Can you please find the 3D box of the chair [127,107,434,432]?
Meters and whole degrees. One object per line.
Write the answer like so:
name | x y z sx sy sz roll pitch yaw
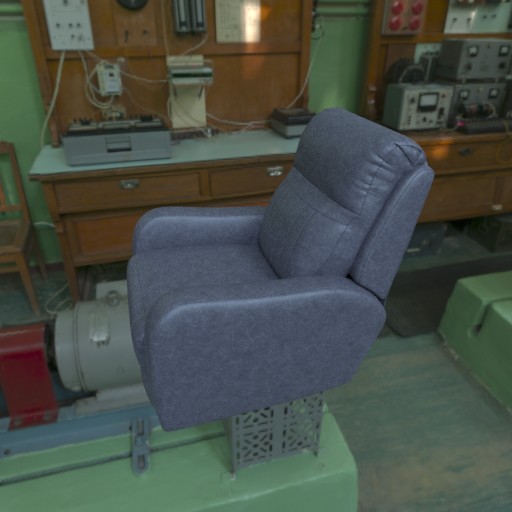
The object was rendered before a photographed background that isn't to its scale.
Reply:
chair | 0.000 0.000 1.840 1.067 1.067 0.865 -8 30 -14
